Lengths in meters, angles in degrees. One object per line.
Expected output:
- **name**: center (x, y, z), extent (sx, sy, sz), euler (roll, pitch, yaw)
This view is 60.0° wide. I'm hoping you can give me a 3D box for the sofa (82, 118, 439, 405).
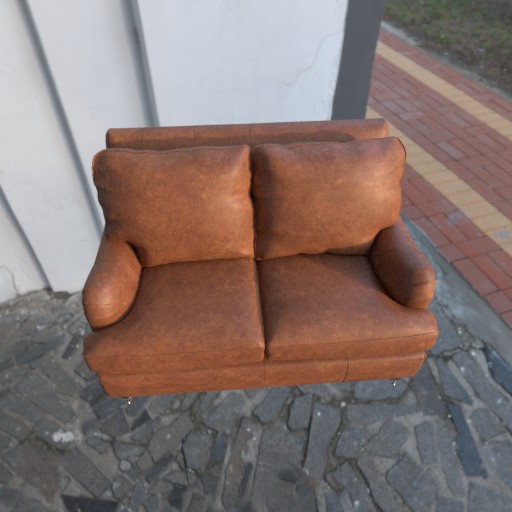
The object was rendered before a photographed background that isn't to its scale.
- **sofa**: center (0.000, 0.000, 2.181), extent (1.527, 1.004, 1.077), euler (-3, 46, -3)
